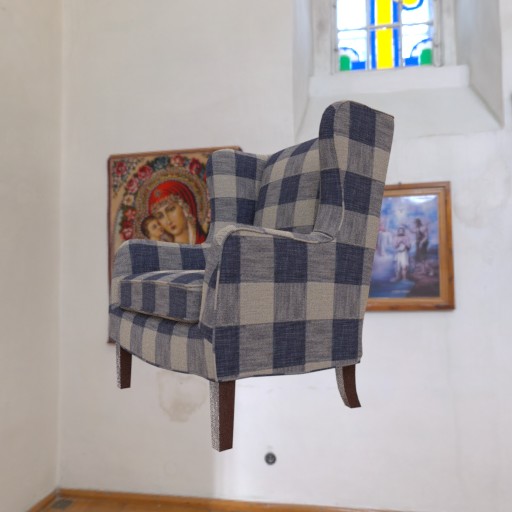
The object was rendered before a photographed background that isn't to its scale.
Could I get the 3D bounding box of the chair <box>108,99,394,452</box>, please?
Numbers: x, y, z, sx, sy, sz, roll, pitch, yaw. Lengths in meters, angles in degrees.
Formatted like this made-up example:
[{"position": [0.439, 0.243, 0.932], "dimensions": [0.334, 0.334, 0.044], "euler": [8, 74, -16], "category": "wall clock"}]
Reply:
[{"position": [0.000, 0.000, 1.705], "dimensions": [0.889, 1.041, 0.830], "euler": [1, -2, -36], "category": "chair"}]
